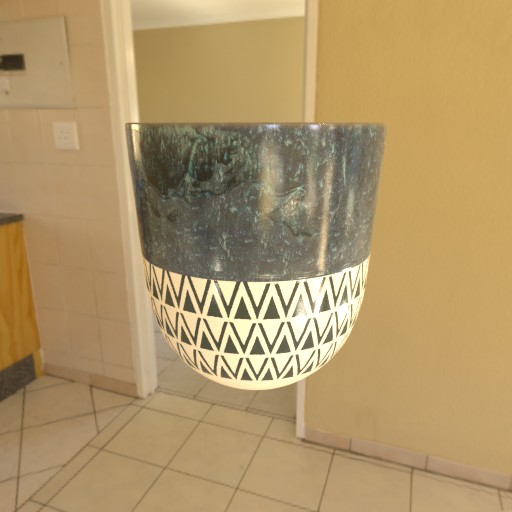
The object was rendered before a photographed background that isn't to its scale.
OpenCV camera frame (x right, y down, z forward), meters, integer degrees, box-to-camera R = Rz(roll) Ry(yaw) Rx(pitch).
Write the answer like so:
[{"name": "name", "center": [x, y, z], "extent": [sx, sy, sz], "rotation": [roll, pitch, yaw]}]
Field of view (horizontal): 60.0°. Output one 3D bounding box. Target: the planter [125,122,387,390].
[{"name": "planter", "center": [0.000, 0.000, 0.372], "extent": [0.195, 0.214, 0.195], "rotation": [0, 17, 0]}]
